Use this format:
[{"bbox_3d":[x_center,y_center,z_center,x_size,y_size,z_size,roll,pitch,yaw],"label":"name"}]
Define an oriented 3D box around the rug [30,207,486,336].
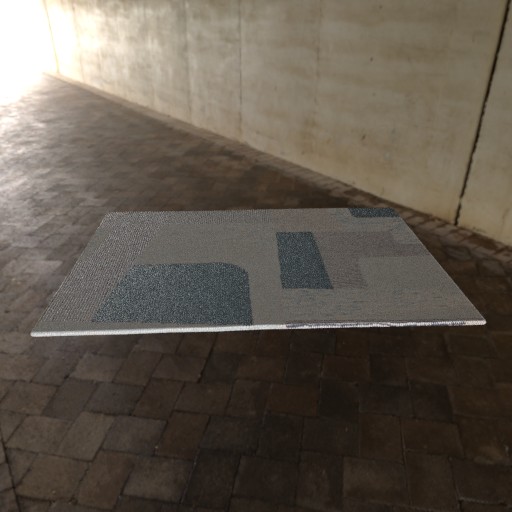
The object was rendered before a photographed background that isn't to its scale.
[{"bbox_3d":[0.000,0.000,2.331,1.847,0.020,1.238,-1,29,-2],"label":"rug"}]
